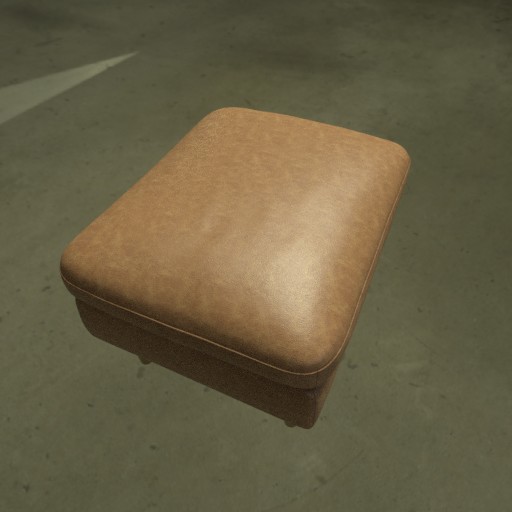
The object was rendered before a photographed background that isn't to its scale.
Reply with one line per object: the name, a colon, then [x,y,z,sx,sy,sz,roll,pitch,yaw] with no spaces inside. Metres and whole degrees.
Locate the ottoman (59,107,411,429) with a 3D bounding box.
ottoman: [0.000,0.000,1.135,0.593,0.478,0.747,18,49,16]
